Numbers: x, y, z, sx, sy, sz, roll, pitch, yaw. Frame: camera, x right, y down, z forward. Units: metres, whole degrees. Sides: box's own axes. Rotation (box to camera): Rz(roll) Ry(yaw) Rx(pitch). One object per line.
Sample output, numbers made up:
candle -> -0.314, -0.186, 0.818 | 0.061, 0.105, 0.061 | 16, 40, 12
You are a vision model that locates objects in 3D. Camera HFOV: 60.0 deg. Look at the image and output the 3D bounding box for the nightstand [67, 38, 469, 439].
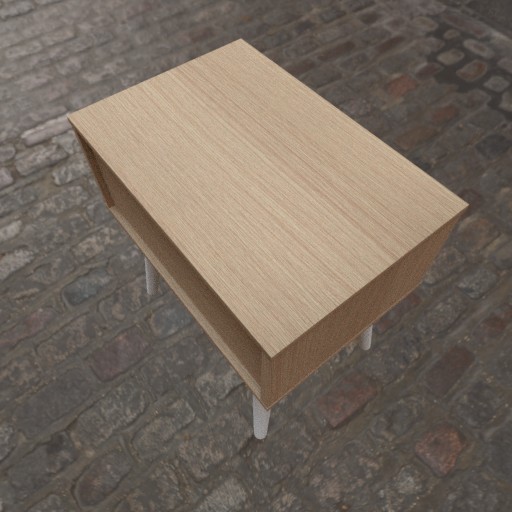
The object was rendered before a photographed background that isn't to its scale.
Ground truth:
nightstand -> 0.000, 0.000, 0.987 | 0.407, 0.610, 0.571 | -34, 63, -20
